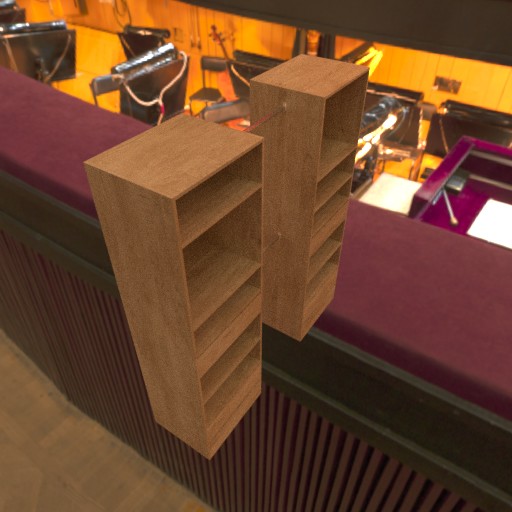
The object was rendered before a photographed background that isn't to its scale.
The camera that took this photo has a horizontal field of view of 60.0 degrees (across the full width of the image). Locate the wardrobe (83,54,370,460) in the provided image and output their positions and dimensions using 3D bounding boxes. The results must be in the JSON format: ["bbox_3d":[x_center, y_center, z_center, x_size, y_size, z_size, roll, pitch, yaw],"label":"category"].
[{"bbox_3d":[0.000,0.000,2.887,0.480,2.000,1.770,24,46,25],"label":"wardrobe"}]
